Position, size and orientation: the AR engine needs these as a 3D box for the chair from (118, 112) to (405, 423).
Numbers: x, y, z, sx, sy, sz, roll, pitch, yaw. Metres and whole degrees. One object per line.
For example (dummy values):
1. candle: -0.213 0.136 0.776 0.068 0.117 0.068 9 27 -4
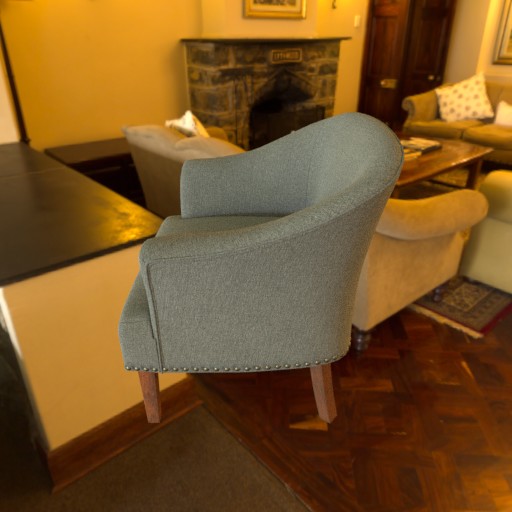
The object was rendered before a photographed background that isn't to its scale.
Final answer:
1. chair: 0.000 0.000 1.389 0.704 0.815 0.798 0 27 0
